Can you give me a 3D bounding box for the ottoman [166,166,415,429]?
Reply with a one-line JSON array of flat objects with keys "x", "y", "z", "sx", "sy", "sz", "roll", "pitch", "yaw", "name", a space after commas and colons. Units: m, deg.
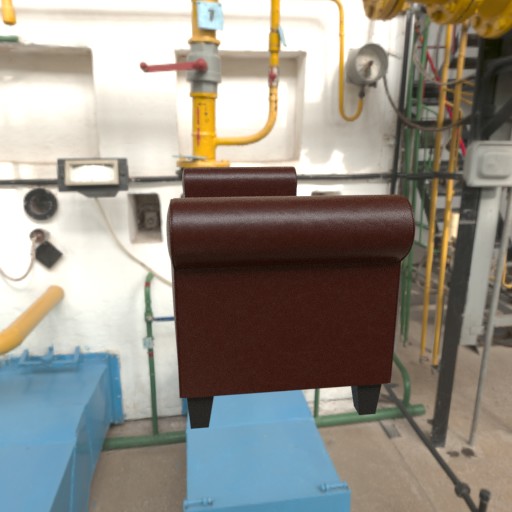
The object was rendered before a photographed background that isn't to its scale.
[{"x": 0.000, "y": 0.000, "z": 1.539, "sx": 0.521, "sy": 0.547, "sz": 1.256, "roll": -2, "pitch": 15, "yaw": -7, "name": "ottoman"}]
